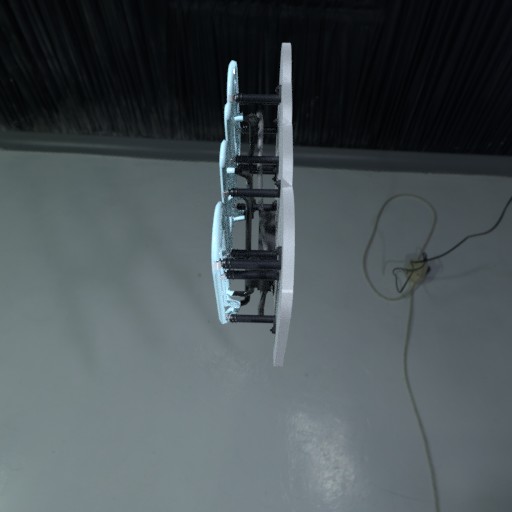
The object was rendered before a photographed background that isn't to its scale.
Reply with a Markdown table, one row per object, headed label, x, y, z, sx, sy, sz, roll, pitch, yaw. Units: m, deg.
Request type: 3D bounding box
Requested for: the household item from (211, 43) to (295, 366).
| label | x | y | z | sx | sy | sz | roll | pitch | yaw |
| --- | --- | --- | --- | --- | --- | --- | --- | --- | --- |
| household item | 0.000 | 0.000 | 0.381 | 0.042 | 0.294 | 0.211 | 1 | 58 | 1 |
